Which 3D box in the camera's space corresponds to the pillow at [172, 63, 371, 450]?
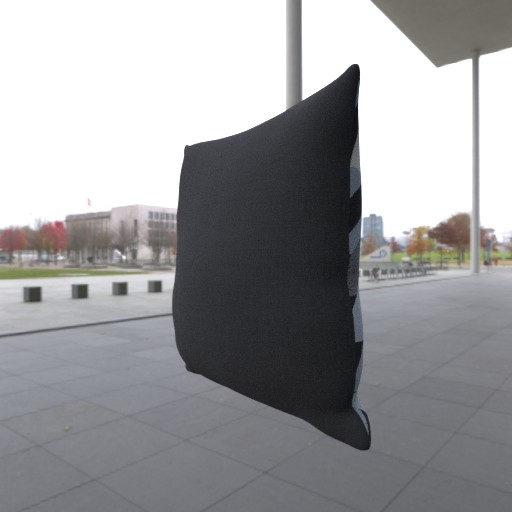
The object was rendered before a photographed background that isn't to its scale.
[{"bbox_3d":[0.000,0.000,0.765,0.208,0.496,0.503,0,0,-36],"label":"pillow"}]
